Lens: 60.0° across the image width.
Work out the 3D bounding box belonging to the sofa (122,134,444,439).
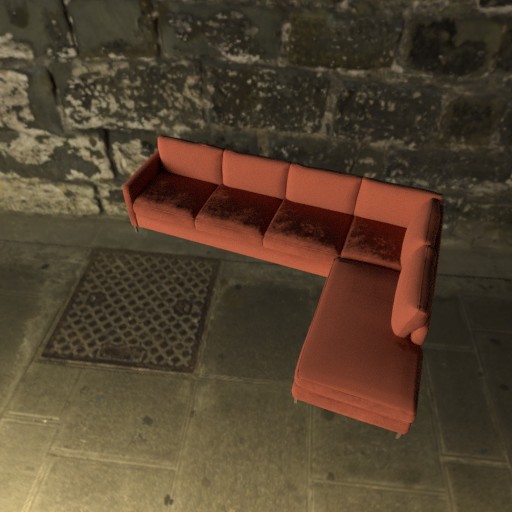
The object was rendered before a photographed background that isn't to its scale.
[{"bbox_3d":[0.000,0.000,3.564,2.736,0.757,1.879,15,48,14],"label":"sofa"}]
